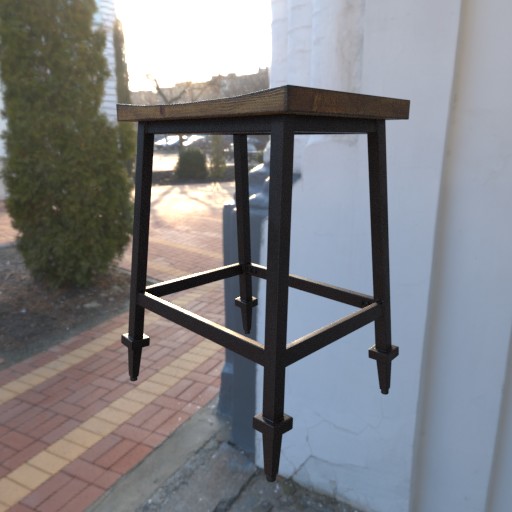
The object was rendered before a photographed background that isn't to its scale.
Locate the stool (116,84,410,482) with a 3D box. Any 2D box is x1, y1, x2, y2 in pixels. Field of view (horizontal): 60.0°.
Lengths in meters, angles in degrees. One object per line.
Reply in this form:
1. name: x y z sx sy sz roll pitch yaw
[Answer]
1. stool: 0.000 0.000 0.949 0.405 0.625 0.486 -14 20 -43
